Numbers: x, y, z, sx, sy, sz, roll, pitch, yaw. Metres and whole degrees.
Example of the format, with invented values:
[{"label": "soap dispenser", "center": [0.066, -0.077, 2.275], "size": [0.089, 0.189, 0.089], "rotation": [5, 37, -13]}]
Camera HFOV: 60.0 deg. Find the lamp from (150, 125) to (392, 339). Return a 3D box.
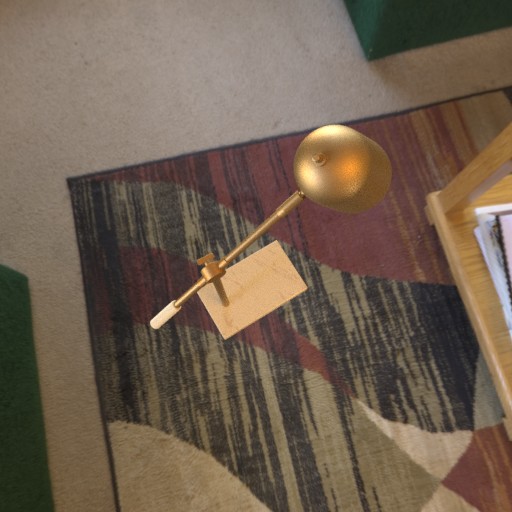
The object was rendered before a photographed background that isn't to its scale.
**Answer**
[{"label": "lamp", "center": [0.000, 0.000, 0.827], "size": [0.471, 0.603, 0.144], "rotation": [-30, 77, -8]}]
